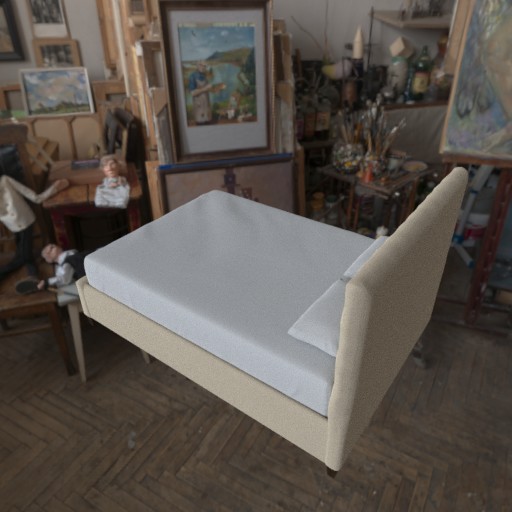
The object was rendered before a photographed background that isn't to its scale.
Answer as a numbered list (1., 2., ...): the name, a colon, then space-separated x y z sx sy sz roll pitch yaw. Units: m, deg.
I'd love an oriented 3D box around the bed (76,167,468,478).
1. bed: 0.000 0.000 3.386 2.387 1.427 1.698 22 39 30
